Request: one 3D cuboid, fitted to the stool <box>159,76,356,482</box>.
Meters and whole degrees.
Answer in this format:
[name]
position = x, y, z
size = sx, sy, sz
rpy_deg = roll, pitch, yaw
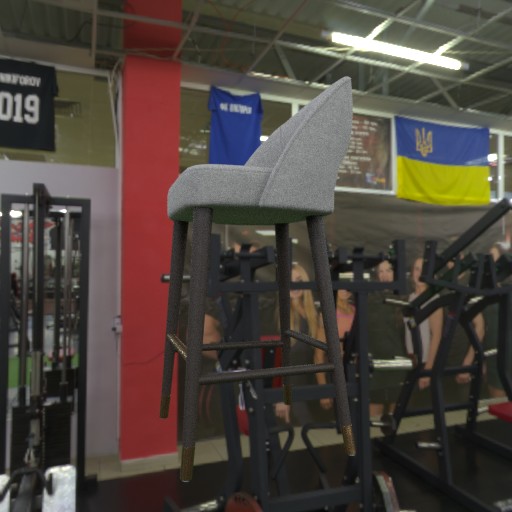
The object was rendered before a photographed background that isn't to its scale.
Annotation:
[stool]
position = 0.000, 0.000, 1.304
size = 0.509, 1.037, 0.494
rpy_deg = 0, -1, -19
